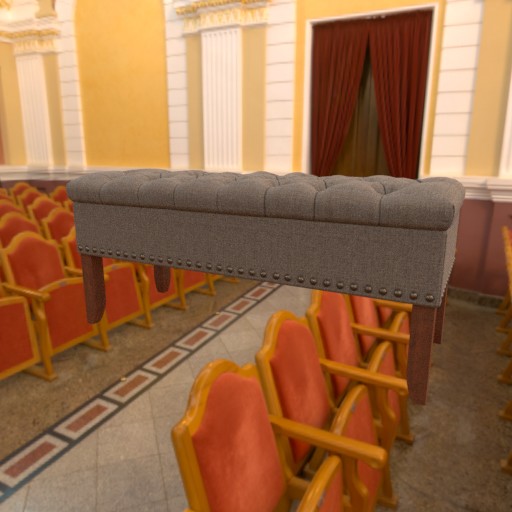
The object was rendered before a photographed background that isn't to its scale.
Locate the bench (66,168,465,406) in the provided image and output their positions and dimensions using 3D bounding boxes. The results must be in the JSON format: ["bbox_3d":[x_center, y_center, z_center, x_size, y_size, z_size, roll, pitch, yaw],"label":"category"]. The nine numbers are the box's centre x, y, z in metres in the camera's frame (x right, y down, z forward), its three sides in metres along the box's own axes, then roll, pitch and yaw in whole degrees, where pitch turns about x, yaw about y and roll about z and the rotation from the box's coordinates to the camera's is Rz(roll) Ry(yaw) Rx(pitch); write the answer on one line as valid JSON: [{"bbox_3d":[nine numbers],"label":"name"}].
[{"bbox_3d":[0.000,0.000,1.286,1.052,0.470,0.417,7,16,26],"label":"bench"}]
